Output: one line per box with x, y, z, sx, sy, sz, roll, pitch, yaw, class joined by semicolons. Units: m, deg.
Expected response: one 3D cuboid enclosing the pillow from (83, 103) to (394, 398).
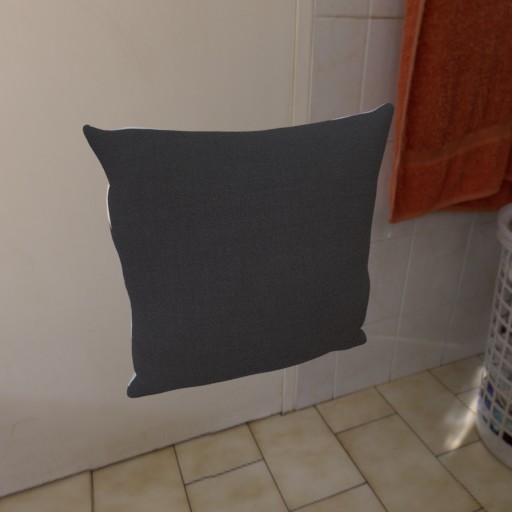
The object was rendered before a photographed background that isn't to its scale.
0.000;0.000;0.781;0.503;0.496;0.208;-9;28;-17;pillow
